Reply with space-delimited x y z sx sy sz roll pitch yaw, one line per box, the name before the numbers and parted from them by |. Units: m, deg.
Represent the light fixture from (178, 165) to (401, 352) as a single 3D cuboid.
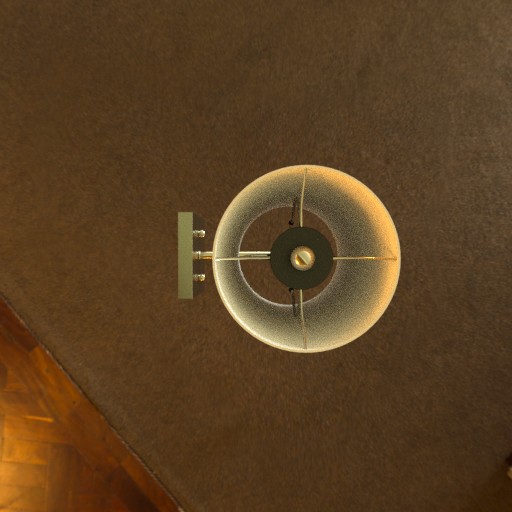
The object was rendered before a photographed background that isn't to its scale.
light fixture | 0.000 0.000 0.534 0.208 0.462 0.128 0 91 1
